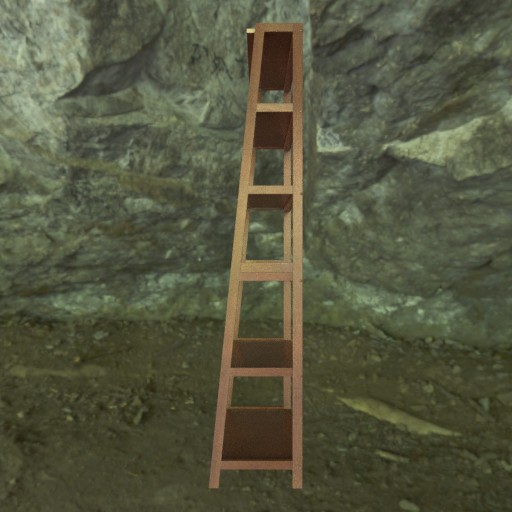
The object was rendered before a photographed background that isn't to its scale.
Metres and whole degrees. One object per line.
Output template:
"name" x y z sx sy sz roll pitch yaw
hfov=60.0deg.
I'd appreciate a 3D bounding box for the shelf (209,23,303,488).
"shelf" 0.000 0.000 2.129 0.382 1.892 0.660 0 0 0
